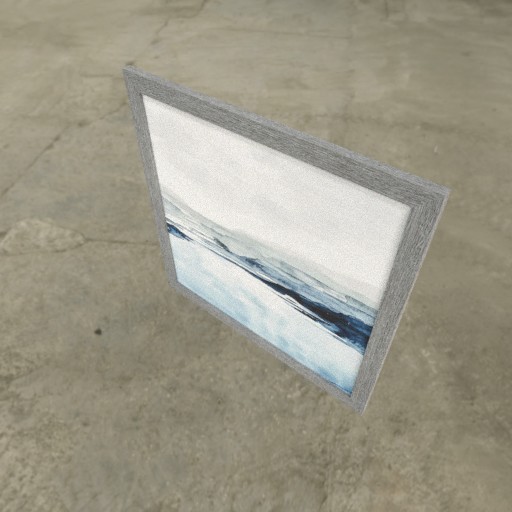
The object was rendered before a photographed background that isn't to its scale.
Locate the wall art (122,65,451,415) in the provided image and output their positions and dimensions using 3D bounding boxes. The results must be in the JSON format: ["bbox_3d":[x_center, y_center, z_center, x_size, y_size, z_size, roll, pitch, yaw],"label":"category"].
[{"bbox_3d":[0.000,0.000,1.011,0.685,0.685,0.020,29,52,26],"label":"wall art"}]
